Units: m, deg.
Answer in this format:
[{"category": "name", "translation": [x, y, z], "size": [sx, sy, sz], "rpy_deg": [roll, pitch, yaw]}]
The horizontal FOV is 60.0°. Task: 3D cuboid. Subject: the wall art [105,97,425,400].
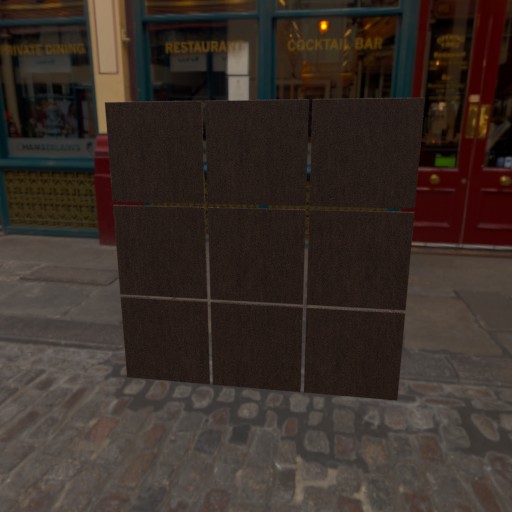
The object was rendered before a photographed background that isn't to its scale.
[{"category": "wall art", "translation": [0.000, 0.000, 2.292], "size": [1.527, 1.525, 0.014], "rpy_deg": [2, 15, 9]}]
